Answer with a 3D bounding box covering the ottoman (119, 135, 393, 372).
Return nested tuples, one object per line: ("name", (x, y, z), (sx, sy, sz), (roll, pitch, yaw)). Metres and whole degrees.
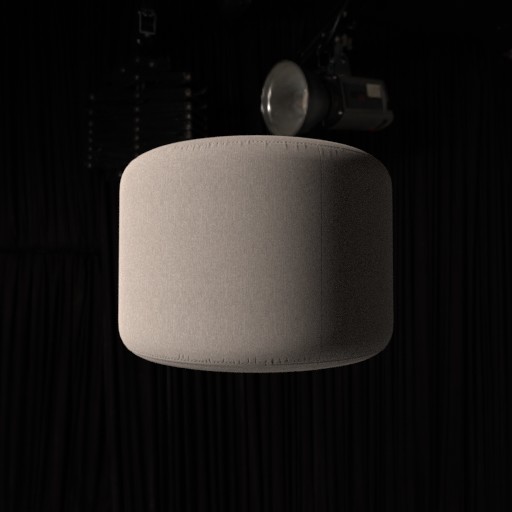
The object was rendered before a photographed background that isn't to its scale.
("ottoman", (0.000, 0.000, 1.030), (0.608, 0.433, 0.608), (0, -2, 0))
